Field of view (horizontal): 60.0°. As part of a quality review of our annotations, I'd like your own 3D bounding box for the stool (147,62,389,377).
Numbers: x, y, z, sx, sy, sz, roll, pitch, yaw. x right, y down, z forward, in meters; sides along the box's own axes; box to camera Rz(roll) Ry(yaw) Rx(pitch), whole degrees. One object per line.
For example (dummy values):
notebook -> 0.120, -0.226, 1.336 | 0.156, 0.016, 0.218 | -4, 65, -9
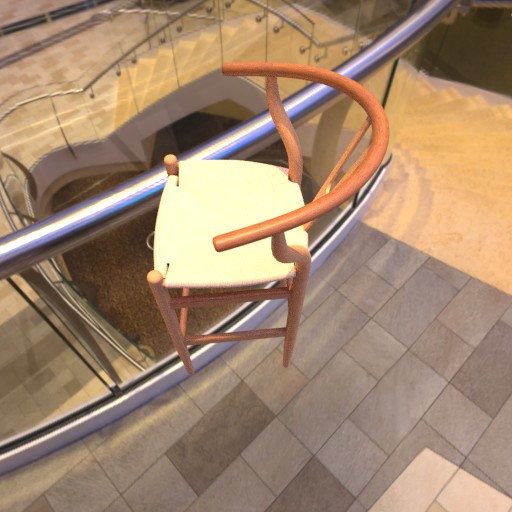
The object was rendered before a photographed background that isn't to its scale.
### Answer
stool -> 0.000, 0.000, 1.377 | 0.561, 1.068, 0.574 | 0, 57, 0
